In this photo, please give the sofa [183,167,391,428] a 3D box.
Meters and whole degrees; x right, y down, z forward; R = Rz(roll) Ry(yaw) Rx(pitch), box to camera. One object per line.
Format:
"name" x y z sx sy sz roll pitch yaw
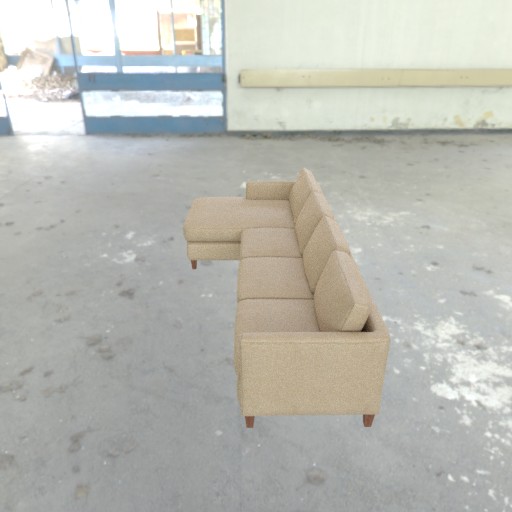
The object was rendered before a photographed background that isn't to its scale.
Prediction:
"sofa" 0.000 0.000 3.956 1.502 0.876 3.201 0 25 0
